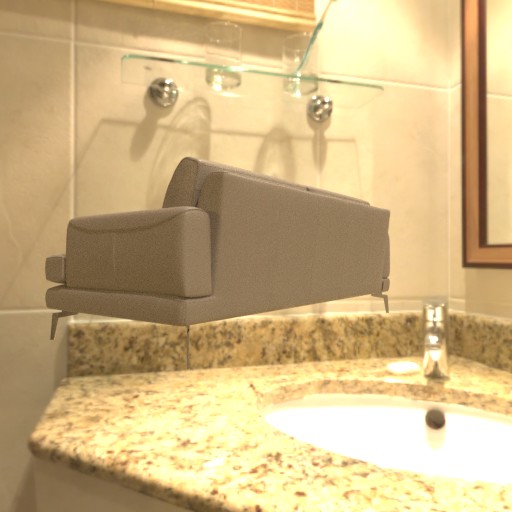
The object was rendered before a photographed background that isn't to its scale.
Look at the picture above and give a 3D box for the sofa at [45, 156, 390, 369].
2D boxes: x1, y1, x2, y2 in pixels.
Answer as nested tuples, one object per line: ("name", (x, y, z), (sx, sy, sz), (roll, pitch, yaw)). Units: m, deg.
("sofa", (0.000, 0.000, 2.489), (0.974, 0.765, 1.940), (0, 0, 37))
